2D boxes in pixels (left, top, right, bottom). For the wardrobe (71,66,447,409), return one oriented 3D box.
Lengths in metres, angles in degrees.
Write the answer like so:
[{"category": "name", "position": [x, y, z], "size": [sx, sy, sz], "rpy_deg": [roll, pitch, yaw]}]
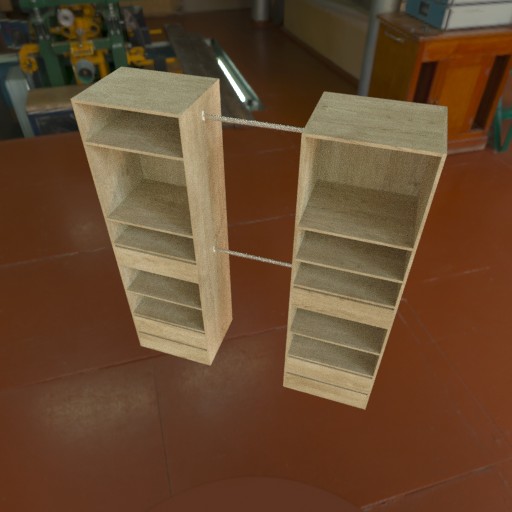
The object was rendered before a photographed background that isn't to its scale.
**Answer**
[{"category": "wardrobe", "position": [0.000, 0.000, 2.822], "size": [1.770, 2.000, 0.480], "rpy_deg": [12, 43, 13]}]
